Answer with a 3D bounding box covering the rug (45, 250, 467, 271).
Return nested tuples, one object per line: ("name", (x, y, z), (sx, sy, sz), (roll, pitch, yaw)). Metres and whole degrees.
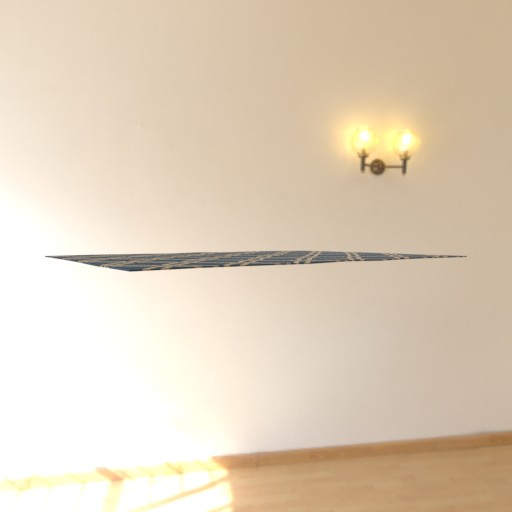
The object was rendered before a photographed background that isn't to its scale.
("rug", (0.000, 0.000, 2.726), (2.135, 0.013, 1.524), (-2, 3, -35))
